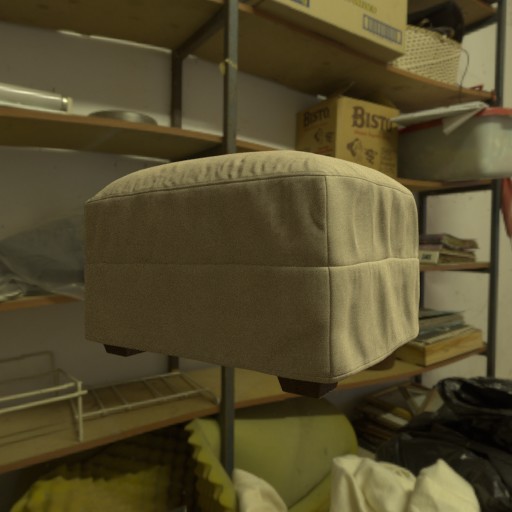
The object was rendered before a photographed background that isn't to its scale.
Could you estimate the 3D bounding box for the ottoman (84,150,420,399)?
[{"bbox_3d":[0.000,0.000,1.119,0.712,0.480,0.584,1,2,34],"label":"ottoman"}]
